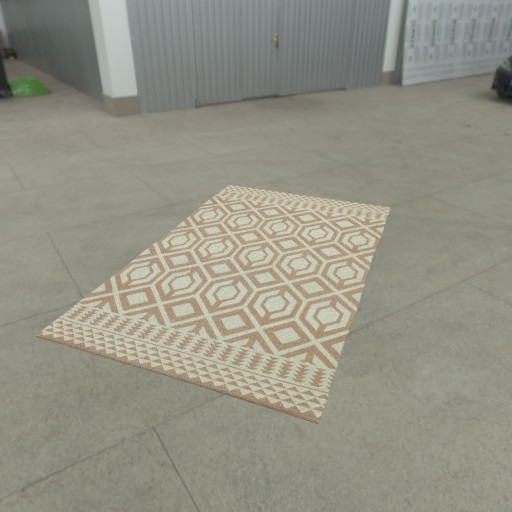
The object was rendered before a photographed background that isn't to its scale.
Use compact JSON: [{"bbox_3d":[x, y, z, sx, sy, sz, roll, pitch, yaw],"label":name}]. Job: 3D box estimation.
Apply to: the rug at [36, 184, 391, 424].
[{"bbox_3d":[0.000,0.000,3.052,1.526,0.011,2.435,11,31,19],"label":"rug"}]
